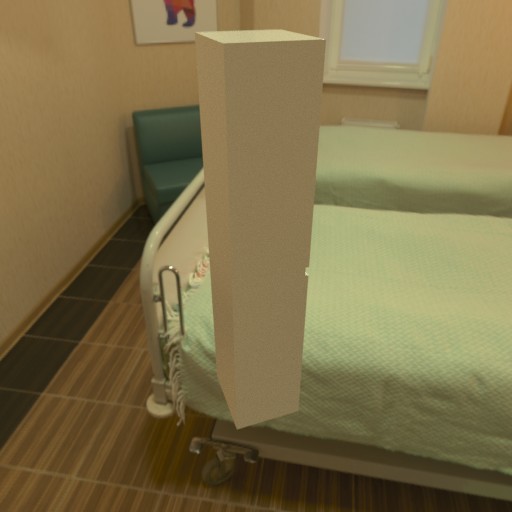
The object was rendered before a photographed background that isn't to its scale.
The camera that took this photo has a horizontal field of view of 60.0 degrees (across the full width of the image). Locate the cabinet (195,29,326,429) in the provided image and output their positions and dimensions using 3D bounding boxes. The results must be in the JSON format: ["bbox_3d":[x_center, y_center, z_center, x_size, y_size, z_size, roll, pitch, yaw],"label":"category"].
[{"bbox_3d":[0.000,0.000,1.565,0.269,1.400,0.300,-11,33,-17],"label":"cabinet"}]
